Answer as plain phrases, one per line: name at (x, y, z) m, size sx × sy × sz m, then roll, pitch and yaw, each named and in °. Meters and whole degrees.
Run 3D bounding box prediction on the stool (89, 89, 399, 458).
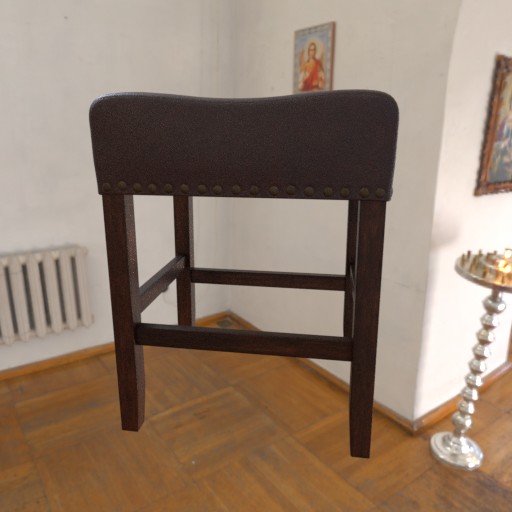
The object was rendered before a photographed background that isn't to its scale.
stool at (0.000, 0.000, 0.902) m, size 0.465 × 0.608 × 0.397 m, roll 3°, pitch 17°, yaw 9°
